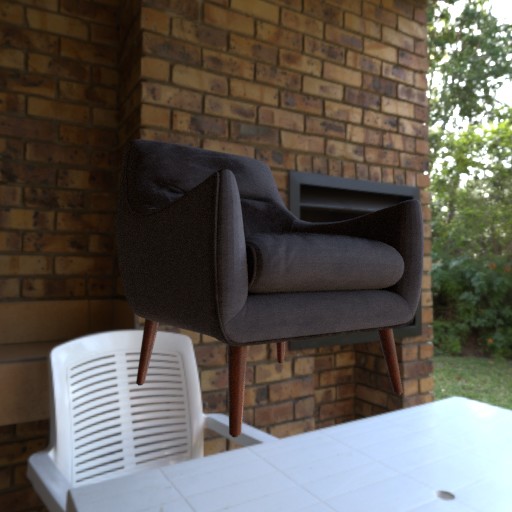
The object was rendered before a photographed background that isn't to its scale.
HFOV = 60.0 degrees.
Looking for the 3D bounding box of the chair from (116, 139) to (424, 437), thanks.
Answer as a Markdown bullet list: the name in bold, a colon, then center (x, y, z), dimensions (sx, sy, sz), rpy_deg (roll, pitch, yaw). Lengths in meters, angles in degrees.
- **chair**: center (0.000, 0.000, 1.445), dimensions (0.762, 0.838, 0.787), rpy_deg (2, -3, -36)
